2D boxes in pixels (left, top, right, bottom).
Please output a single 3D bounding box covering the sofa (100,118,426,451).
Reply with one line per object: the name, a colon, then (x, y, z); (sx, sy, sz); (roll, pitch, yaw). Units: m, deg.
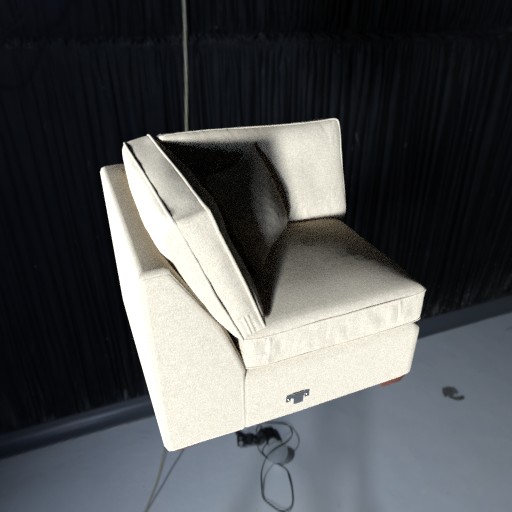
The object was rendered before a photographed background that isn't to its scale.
sofa: (0.000, 0.000, 1.990); (1.146, 1.002, 1.084); (-11, 31, -19)
